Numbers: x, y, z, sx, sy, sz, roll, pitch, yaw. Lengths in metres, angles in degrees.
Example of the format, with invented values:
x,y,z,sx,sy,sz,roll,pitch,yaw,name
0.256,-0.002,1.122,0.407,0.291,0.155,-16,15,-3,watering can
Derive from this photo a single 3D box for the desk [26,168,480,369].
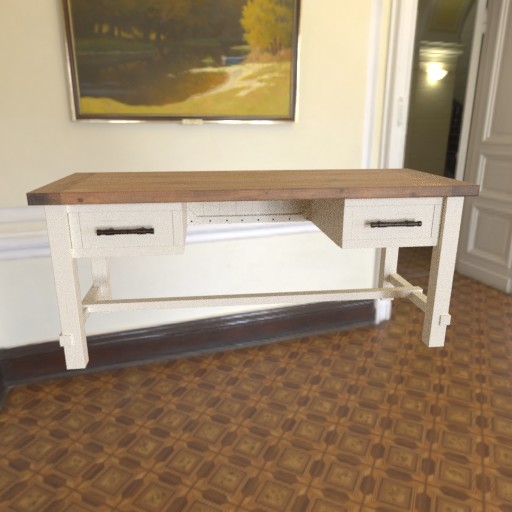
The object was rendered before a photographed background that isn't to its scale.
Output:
x,y,z,sx,sy,sz,roll,pitch,yaw,name
0.000,0.000,2.189,1.803,0.762,0.688,-2,17,-7,desk
